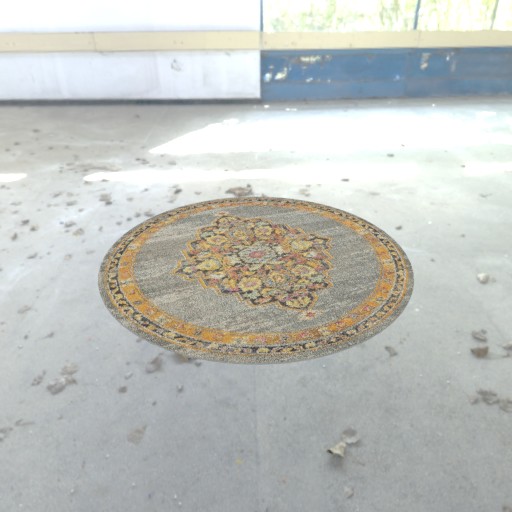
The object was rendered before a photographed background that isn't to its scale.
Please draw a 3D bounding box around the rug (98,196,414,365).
[{"bbox_3d":[0.000,0.000,3.492,2.382,0.014,2.382,0,30,0],"label":"rug"}]
